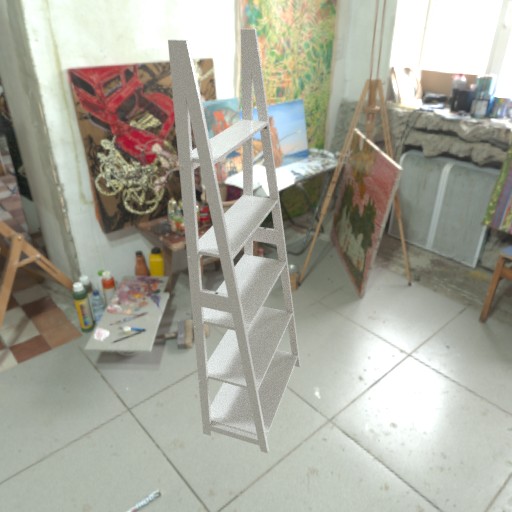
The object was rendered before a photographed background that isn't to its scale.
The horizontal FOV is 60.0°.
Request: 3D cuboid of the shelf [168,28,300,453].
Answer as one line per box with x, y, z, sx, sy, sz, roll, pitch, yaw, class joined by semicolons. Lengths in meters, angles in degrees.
0.000;0.000;1.986;0.341;1.779;0.636;10;32;17;shelf
